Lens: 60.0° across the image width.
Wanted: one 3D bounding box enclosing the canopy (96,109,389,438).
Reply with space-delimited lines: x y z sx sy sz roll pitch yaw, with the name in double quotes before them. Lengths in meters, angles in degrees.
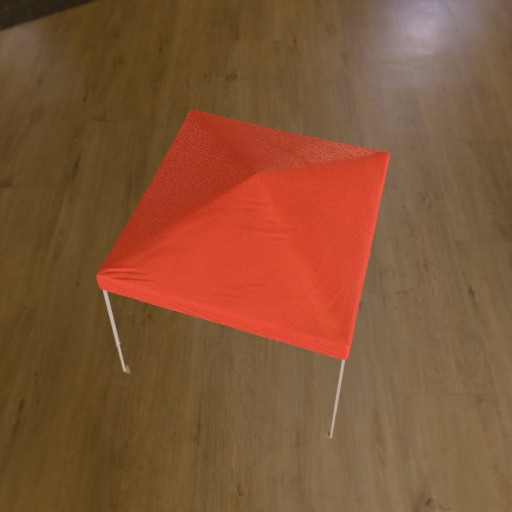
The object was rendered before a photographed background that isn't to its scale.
"canopy" 0.000 0.000 5.222 2.850 2.850 2.849 15 60 9
